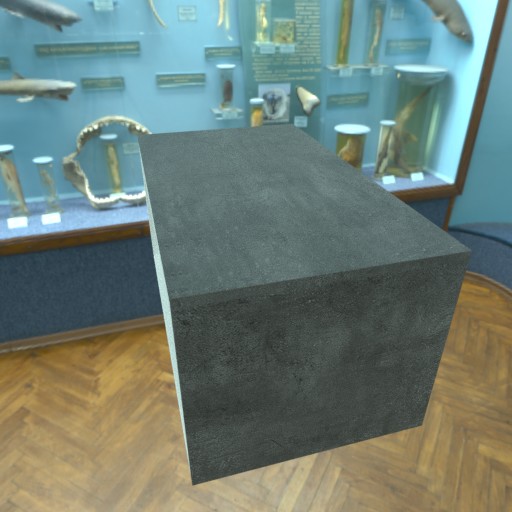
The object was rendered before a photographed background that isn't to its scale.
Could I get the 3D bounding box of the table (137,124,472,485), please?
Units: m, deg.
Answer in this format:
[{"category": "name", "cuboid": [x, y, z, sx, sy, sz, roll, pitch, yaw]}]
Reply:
[{"category": "table", "cuboid": [0.000, 0.000, 0.922, 0.400, 0.350, 0.700, -8, 32, -14]}]
